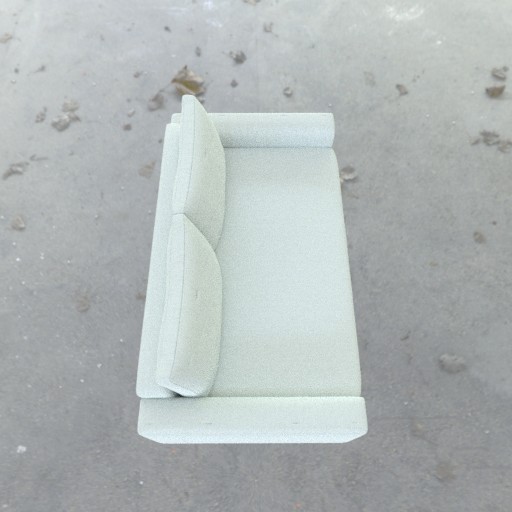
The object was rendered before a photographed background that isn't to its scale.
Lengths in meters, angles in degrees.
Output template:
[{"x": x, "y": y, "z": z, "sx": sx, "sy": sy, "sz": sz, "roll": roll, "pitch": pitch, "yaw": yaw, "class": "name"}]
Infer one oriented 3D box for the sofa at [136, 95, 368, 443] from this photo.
[{"x": 0.000, "y": 0.000, "z": 2.157, "sx": 0.920, "sy": 0.790, "sz": 1.650, "roll": 0, "pitch": 63, "yaw": 0, "class": "sofa"}]
